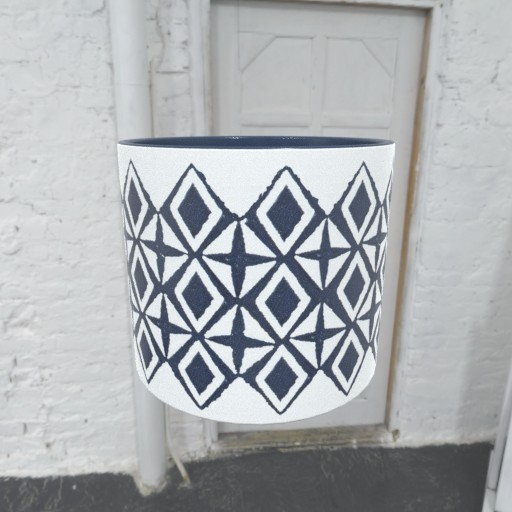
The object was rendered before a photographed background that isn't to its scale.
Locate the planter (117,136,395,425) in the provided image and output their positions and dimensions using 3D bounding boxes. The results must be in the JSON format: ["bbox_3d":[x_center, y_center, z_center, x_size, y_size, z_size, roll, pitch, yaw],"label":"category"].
[{"bbox_3d":[0.000,0.000,0.324,0.182,0.165,0.182,0,17,0],"label":"planter"}]
